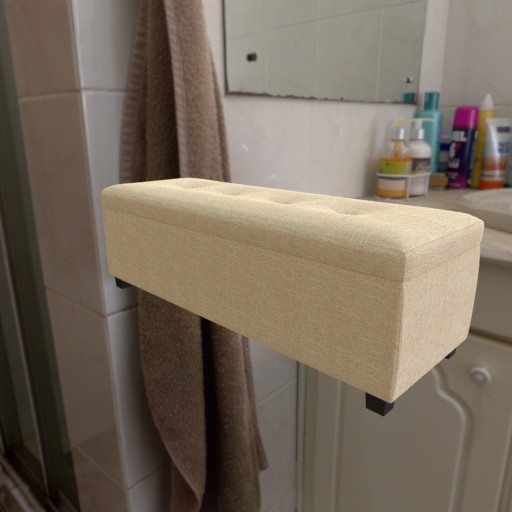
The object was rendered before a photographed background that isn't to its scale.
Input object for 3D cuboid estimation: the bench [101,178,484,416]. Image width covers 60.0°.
[{"bbox_3d":[0.000,0.000,1.429,1.219,0.406,0.432,15,22,42],"label":"bench"}]
